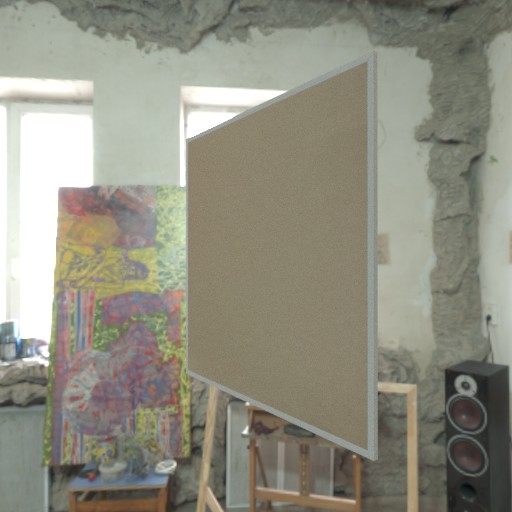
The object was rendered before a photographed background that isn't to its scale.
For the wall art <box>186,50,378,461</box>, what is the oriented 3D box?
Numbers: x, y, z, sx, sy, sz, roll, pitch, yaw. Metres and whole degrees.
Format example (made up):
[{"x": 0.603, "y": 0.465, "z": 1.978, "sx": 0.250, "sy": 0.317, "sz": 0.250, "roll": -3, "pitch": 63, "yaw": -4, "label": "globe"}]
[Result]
[{"x": 0.000, "y": 0.000, "z": 0.679, "sx": 0.007, "sy": 0.456, "sz": 0.456, "roll": 0, "pitch": 0, "yaw": -36, "label": "wall art"}]
